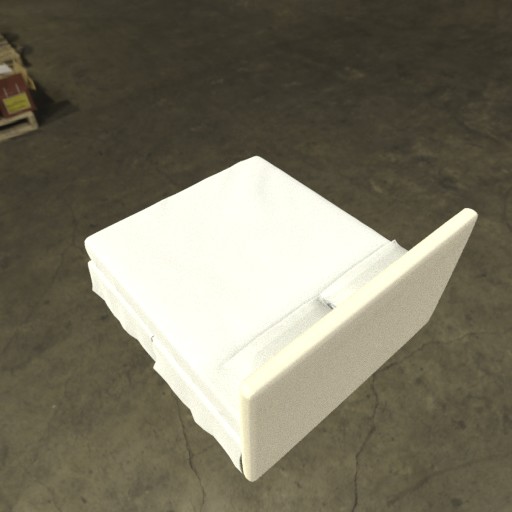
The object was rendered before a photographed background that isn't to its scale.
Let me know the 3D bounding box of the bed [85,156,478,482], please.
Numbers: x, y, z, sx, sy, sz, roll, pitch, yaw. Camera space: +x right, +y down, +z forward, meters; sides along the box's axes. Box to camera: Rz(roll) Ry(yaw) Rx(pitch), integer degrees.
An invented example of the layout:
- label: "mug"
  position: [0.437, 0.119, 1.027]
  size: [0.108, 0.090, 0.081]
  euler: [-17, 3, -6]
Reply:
- label: "bed"
  position: [0.000, 0.000, 3.593]
  size: [2.119, 1.317, 2.341]
  euler: [-32, 54, -27]
